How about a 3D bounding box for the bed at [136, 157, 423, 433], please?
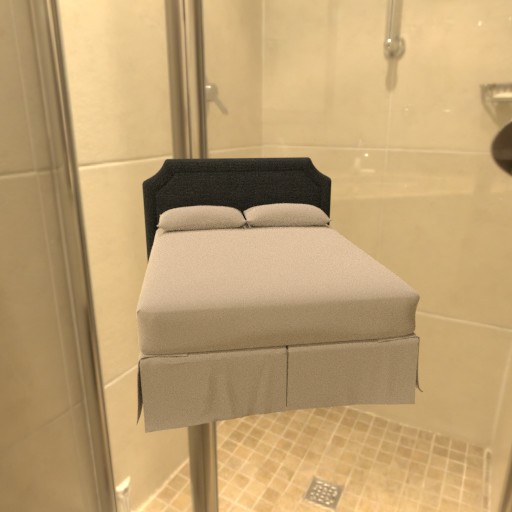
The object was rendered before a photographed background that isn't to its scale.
[{"bbox_3d":[0.000,0.000,3.383,1.828,1.297,2.208,-3,17,-8],"label":"bed"}]
